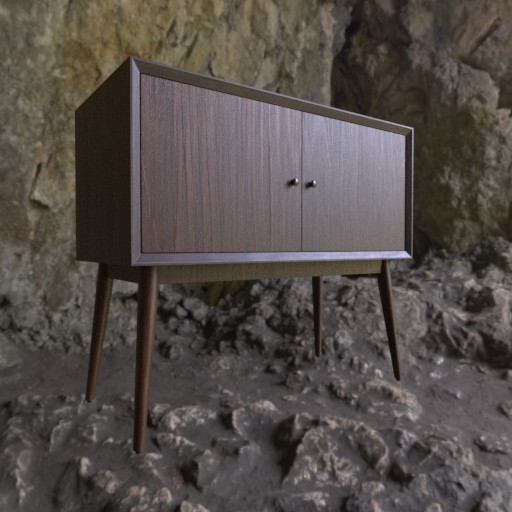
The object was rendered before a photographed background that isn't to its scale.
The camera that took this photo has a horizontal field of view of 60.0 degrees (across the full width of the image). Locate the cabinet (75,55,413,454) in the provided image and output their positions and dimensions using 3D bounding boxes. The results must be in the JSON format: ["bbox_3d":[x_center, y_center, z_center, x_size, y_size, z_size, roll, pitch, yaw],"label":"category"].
[{"bbox_3d":[0.000,0.000,1.071,0.743,0.654,0.354,-1,2,-36],"label":"cabinet"}]
